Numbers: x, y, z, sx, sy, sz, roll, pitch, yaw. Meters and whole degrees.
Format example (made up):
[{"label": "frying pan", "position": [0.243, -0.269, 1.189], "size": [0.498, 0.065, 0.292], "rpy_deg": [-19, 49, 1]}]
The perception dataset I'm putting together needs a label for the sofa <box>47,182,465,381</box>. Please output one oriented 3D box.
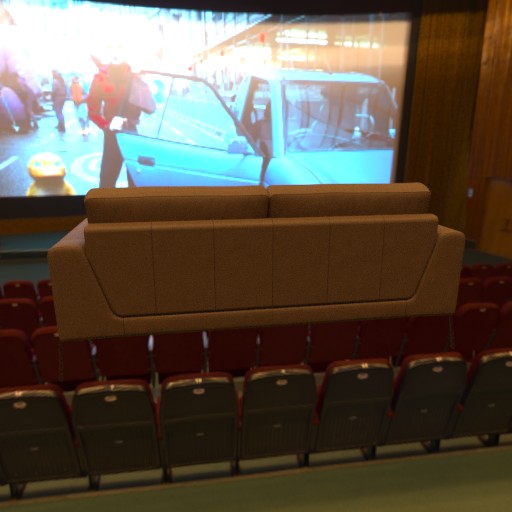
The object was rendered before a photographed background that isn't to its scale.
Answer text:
[{"label": "sofa", "position": [0.000, 0.000, 2.557], "size": [2.017, 0.875, 0.953], "rpy_deg": [-2, 15, -9]}]
